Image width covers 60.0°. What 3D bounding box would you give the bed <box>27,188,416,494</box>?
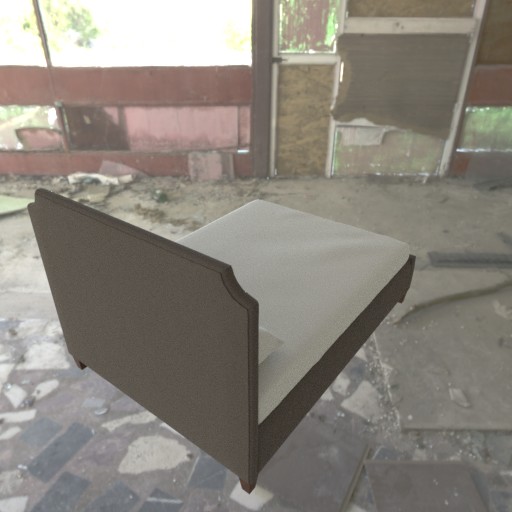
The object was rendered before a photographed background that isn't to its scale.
[{"bbox_3d":[0.000,0.000,3.298,1.713,1.443,2.372,21,36,31],"label":"bed"}]
